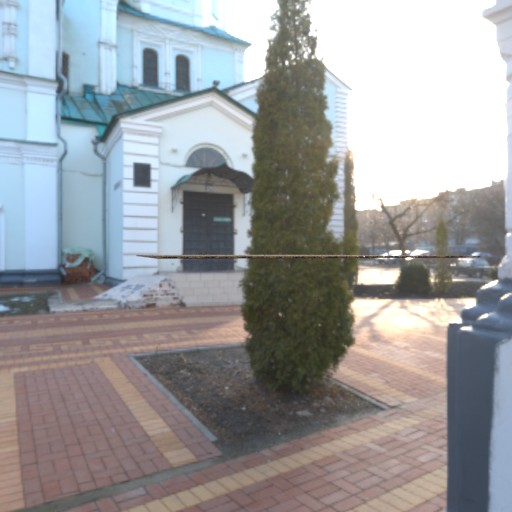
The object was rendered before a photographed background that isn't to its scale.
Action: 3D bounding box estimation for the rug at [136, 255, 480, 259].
[{"bbox_3d":[0.000,0.000,3.055,1.516,0.010,2.434,0,0,-17],"label":"rug"}]
